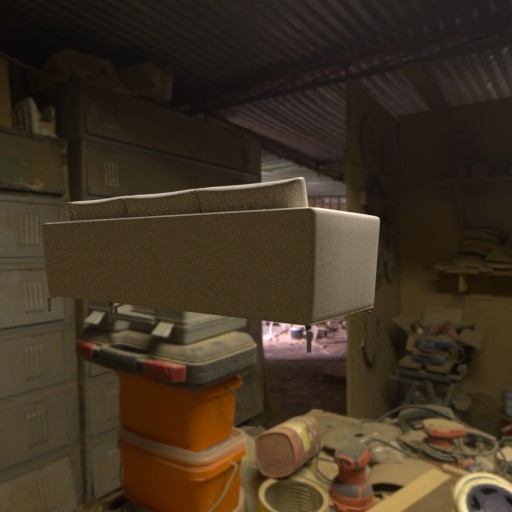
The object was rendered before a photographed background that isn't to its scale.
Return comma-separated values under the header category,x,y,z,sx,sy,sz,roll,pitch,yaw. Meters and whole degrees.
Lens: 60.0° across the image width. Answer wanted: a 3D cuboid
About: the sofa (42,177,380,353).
category,x,y,z,sx,sy,sz,roll,pitch,yaw
sofa,0.000,0.000,3.751,2.430,0.867,2.448,1,1,36
